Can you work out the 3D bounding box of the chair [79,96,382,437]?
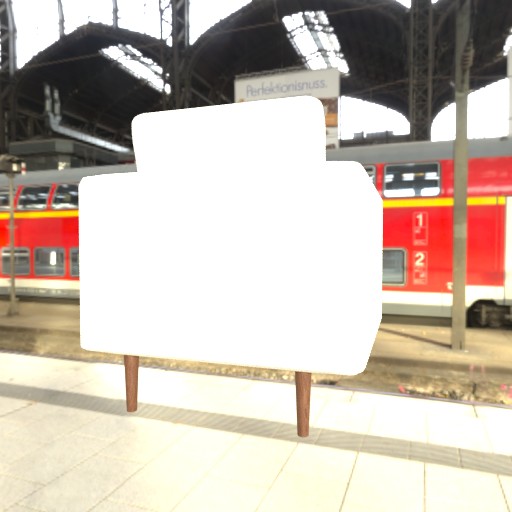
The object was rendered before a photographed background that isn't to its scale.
[{"bbox_3d":[0.000,0.000,1.577,0.831,0.899,0.879,1,2,19],"label":"chair"}]
